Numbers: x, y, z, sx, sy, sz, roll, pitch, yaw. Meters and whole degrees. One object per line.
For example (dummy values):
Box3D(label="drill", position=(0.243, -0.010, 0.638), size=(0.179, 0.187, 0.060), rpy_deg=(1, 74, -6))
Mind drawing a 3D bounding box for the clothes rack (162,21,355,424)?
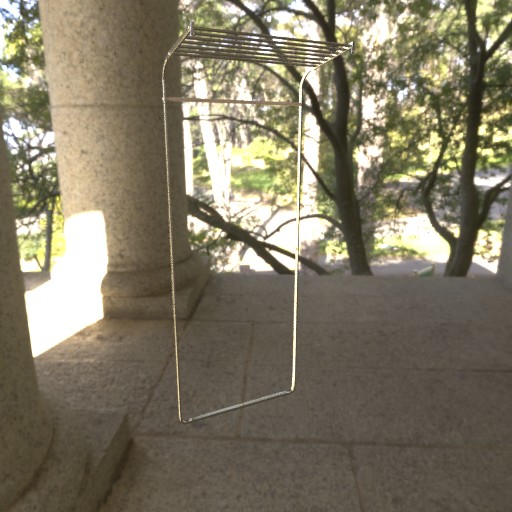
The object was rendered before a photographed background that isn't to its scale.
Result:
Box3D(label="clothes rack", position=(0.000, 0.000, 1.780), size=(0.609, 1.574, 0.349), rpy_deg=(-7, 16, -26))
